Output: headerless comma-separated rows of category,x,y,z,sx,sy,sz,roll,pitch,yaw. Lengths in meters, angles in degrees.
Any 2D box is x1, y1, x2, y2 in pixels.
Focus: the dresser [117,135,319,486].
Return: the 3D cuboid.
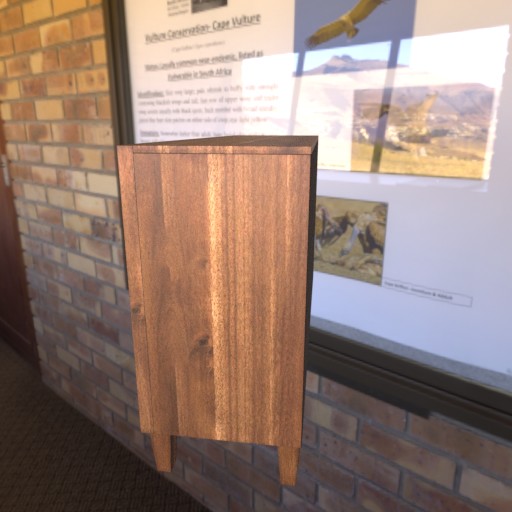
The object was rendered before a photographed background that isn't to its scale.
dresser,0.000,0.000,1.739,0.438,0.892,1.387,2,16,8
